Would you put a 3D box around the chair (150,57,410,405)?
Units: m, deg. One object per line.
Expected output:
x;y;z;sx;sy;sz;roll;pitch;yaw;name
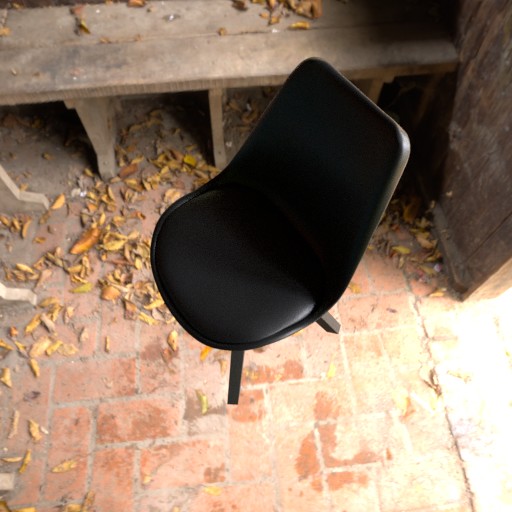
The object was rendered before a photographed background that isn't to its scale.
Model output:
0.000;0.000;1.174;0.530;0.850;0.485;-32;67;-15;chair
